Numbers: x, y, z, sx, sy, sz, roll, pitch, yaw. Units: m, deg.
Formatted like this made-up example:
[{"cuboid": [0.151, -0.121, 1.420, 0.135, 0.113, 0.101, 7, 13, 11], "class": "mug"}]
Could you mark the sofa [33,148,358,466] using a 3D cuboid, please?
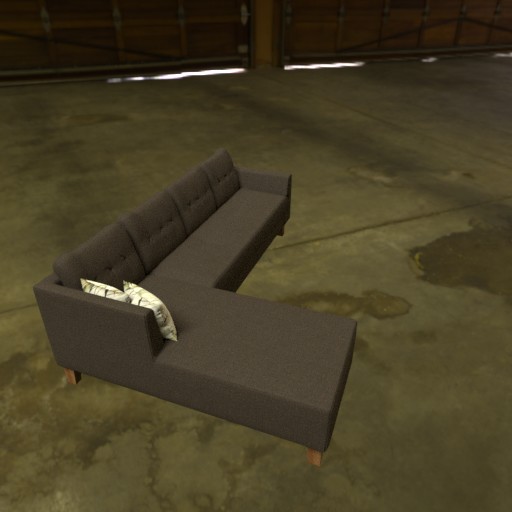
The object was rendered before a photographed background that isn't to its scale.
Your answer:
[{"cuboid": [0.000, 0.000, 3.548, 1.829, 0.932, 2.679, 11, 33, 18], "class": "sofa"}]
